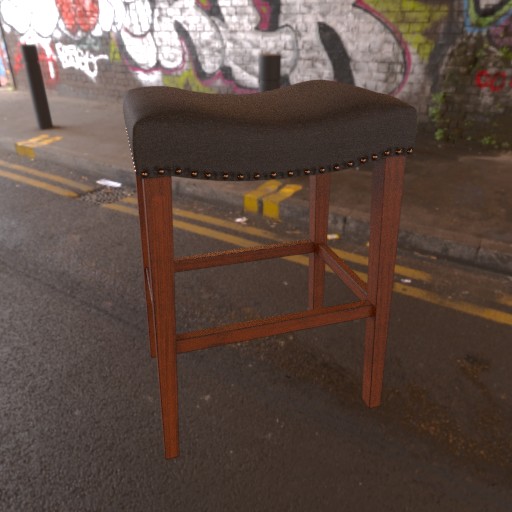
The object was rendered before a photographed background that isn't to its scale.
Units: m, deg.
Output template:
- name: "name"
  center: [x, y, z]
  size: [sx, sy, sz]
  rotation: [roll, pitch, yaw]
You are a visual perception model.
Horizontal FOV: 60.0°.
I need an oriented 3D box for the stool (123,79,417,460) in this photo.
- name: "stool"
  center: [0.000, 0.000, 0.853]
  size: [0.439, 0.612, 0.320]
  rotation: [-8, 29, -15]
